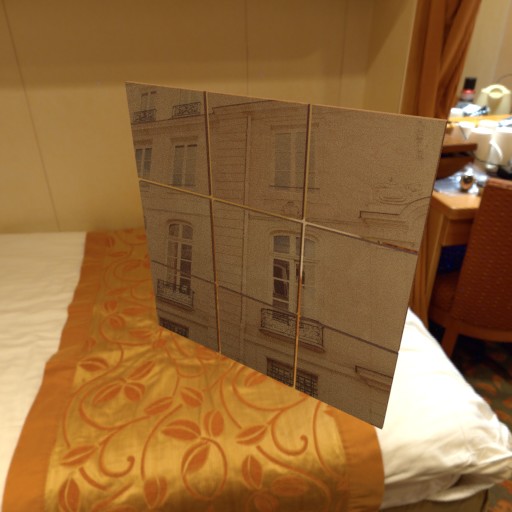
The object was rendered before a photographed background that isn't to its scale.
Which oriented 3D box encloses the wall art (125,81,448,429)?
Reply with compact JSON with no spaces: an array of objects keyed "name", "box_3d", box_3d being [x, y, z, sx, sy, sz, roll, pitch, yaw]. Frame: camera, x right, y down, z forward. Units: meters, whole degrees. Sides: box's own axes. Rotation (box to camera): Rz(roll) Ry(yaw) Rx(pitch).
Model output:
[{"name":"wall art","box_3d":[0.000,0.000,1.330,0.915,0.913,0.018,18,34,28]}]
